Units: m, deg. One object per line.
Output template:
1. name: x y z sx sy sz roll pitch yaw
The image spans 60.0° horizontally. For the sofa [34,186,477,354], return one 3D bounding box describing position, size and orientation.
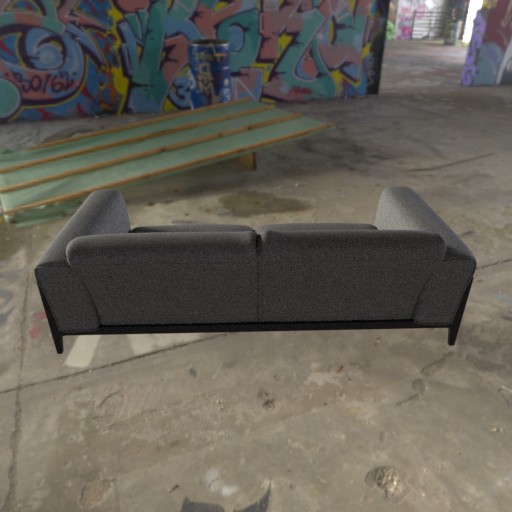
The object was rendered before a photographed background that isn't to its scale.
1. sofa: 0.000 0.000 2.553 2.125 0.703 0.985 -1 30 -2
